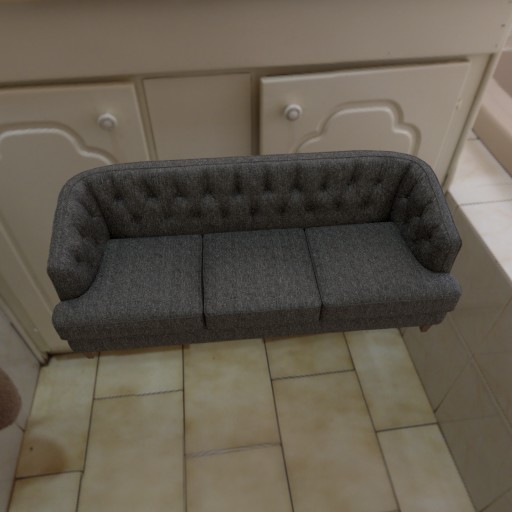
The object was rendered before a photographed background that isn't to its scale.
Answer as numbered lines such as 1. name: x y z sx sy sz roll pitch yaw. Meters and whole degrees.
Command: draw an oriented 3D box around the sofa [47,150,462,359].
1. sofa: 0.000 0.000 2.740 2.278 0.855 0.941 -4 46 -4
